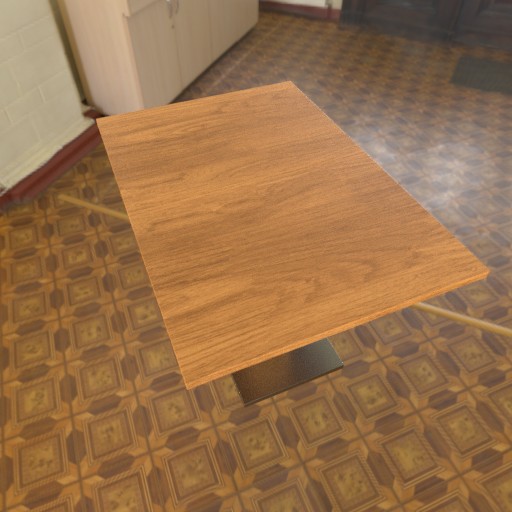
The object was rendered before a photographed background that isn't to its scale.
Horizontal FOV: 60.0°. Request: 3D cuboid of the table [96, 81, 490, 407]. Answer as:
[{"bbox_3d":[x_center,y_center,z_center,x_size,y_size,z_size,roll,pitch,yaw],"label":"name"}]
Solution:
[{"bbox_3d":[0.000,0.000,1.834,0.900,0.770,1.300,-17,49,-16],"label":"table"}]
